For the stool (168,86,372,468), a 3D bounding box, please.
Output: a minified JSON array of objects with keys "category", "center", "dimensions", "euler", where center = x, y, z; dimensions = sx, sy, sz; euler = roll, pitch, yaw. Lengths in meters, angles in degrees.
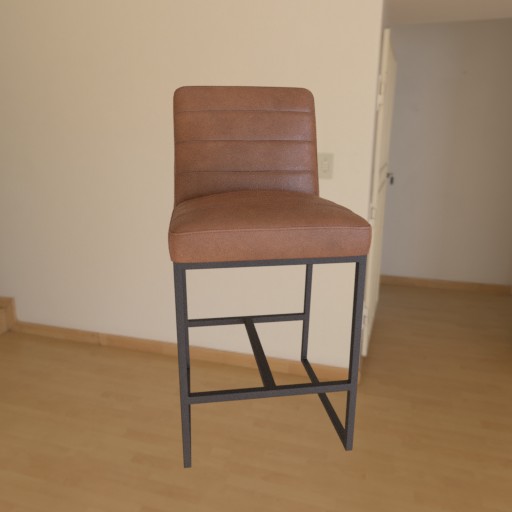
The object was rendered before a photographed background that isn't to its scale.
[{"category":"stool","center":[0.000,0.000,1.249],"dimensions":[0.458,0.940,0.556],"euler":[-2,16,-8]}]
